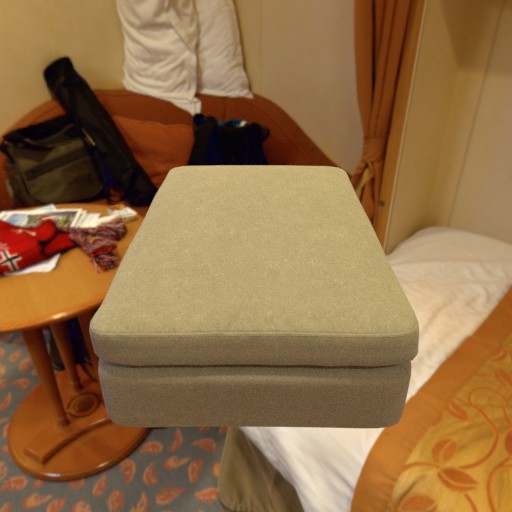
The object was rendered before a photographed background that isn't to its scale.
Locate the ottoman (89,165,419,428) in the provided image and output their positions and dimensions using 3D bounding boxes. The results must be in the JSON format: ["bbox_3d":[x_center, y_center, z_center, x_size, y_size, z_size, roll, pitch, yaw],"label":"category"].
[{"bbox_3d":[0.000,0.000,1.626,0.840,0.429,1.199,0,31,0],"label":"ottoman"}]
